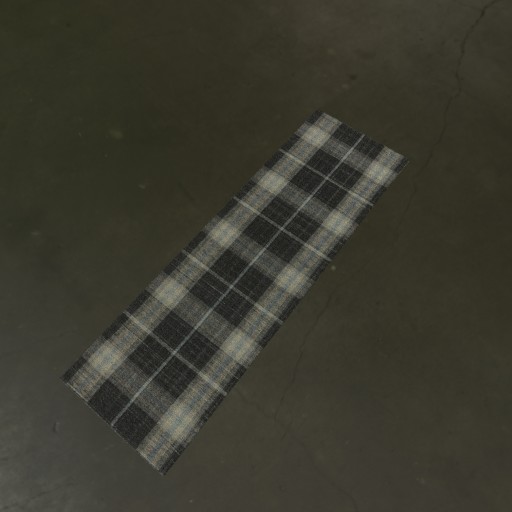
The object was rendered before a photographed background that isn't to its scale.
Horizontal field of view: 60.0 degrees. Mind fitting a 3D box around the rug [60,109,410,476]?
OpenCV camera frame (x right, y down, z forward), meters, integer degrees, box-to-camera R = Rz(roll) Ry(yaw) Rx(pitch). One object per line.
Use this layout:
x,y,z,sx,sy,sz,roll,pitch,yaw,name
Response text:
0.000,0.000,2.676,0.760,0.012,2.434,35,68,16,rug
